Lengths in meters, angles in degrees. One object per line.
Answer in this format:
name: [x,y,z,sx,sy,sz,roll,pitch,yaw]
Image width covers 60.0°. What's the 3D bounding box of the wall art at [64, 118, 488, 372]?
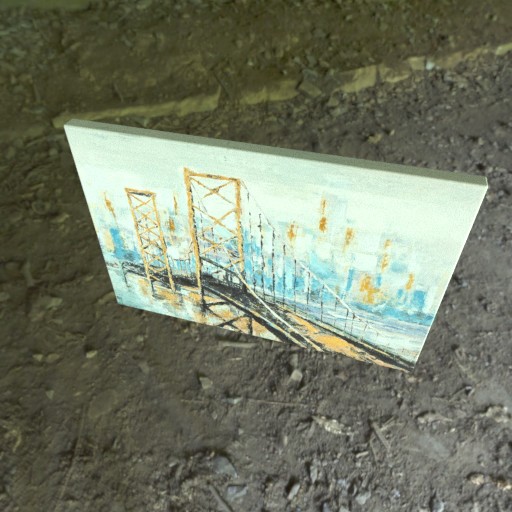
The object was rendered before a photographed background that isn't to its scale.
wall art: [0.000,0.000,1.136,0.913,0.609,0.038,11,43,12]
